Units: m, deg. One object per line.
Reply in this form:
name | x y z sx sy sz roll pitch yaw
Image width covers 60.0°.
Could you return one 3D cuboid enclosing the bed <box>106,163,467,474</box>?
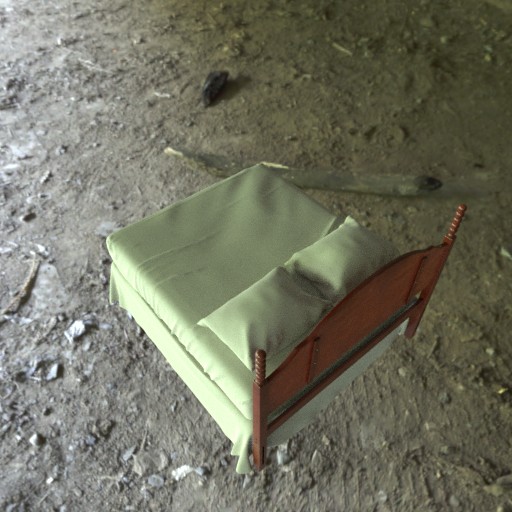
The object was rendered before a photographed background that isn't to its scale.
bed | 0.000 0.000 3.309 1.873 1.356 2.040 -31 53 -27
